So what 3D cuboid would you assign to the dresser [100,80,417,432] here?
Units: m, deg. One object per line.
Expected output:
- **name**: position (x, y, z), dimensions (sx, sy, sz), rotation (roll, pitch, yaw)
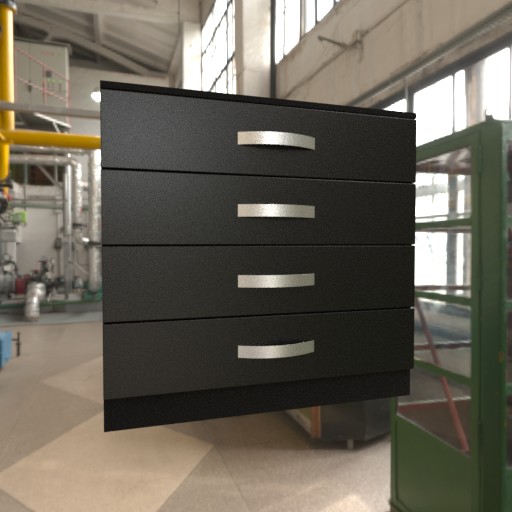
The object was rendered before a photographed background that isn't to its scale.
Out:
- **dresser**: position (0.000, 0.000, 1.155), dimensions (0.750, 0.720, 0.360), rotation (-1, 2, -18)
